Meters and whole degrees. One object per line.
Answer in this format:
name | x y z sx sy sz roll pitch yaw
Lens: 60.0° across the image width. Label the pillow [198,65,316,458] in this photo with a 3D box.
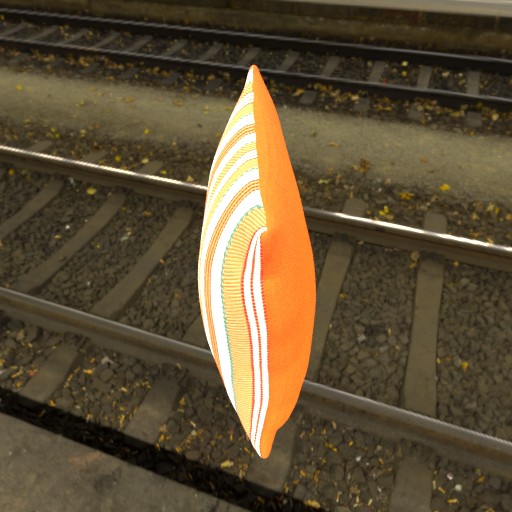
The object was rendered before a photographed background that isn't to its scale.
pillow | 0.000 0.000 0.687 0.182 0.441 0.440 -1 41 -1
